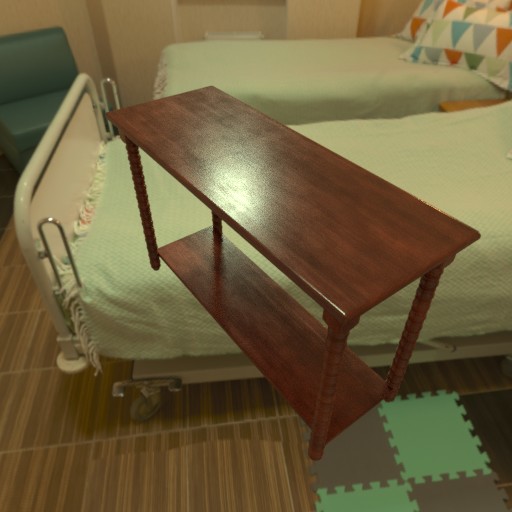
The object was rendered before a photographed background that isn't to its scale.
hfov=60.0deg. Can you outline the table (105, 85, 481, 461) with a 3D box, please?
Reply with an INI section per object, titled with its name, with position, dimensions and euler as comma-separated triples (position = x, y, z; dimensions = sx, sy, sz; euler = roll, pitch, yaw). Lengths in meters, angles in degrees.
[table]
position = 0.000, 0.000, 1.537
dimensions = 0.459, 0.740, 1.184
euler = -26, 47, -27
